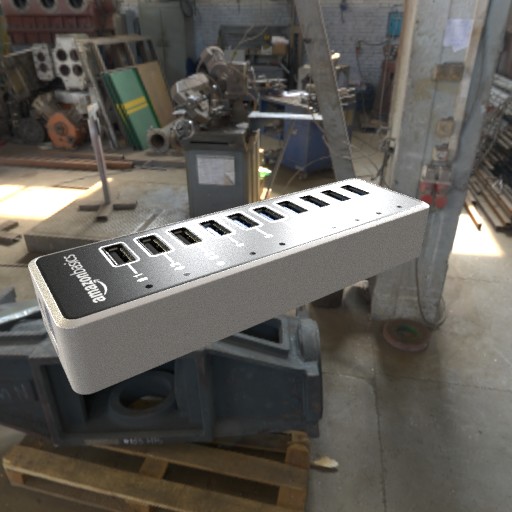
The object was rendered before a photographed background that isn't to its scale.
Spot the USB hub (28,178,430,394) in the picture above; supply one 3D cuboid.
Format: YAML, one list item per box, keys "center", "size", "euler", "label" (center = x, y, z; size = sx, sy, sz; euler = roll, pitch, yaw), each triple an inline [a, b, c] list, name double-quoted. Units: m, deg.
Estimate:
- center: [0.000, 0.000, 0.164]
  size: [0.145, 0.023, 0.044]
  euler: [-18, 33, -30]
  label: "USB hub"
